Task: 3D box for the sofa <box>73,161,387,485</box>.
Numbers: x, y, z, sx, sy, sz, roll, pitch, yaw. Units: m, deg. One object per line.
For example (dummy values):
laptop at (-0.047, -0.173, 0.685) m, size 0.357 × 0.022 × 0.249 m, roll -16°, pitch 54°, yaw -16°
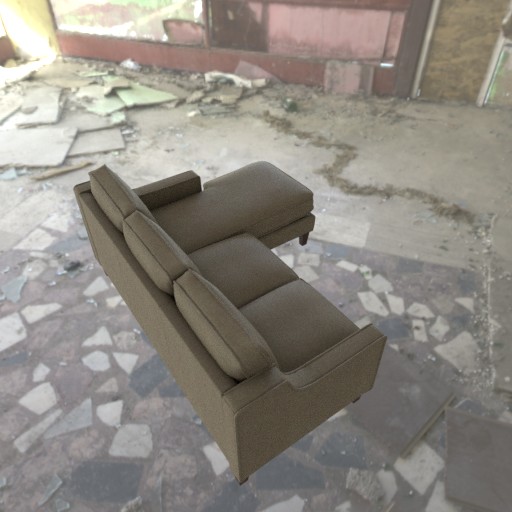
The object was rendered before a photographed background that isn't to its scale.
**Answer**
sofa at (0.000, 0.000, 3.294) m, size 1.858 × 1.081 × 2.317 m, roll -25°, pitch 47°, yaw -26°
